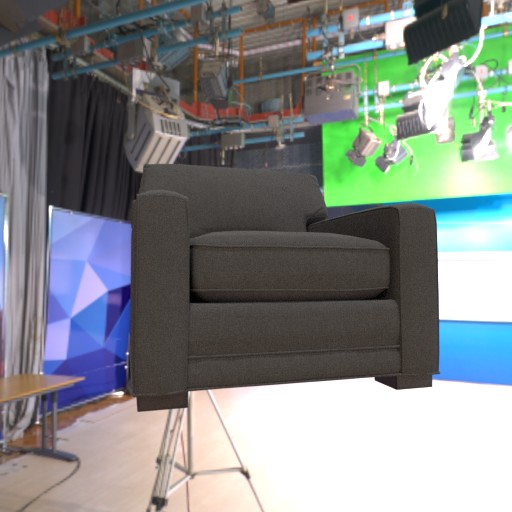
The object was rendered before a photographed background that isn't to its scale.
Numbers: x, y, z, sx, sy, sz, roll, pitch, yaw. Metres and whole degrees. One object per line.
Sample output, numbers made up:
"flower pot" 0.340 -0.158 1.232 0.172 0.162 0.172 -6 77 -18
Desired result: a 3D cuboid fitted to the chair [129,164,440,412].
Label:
"chair" 0.000 0.000 1.839 0.997 0.913 1.043 1 -2 -16
